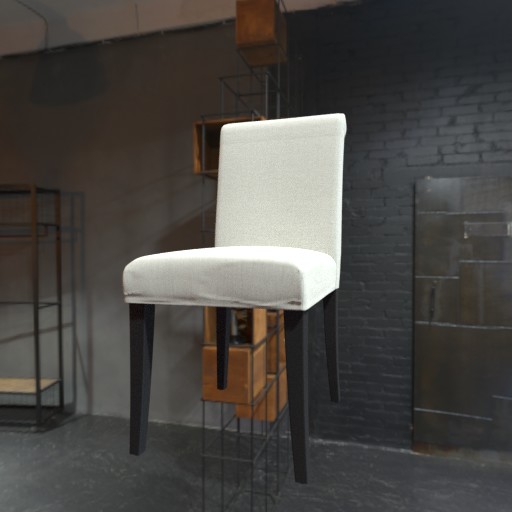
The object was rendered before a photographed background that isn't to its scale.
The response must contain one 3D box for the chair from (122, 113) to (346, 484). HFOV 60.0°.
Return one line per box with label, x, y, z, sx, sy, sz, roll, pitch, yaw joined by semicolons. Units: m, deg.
chair;0.000;0.000;1.324;0.452;0.976;0.708;0;1;18
